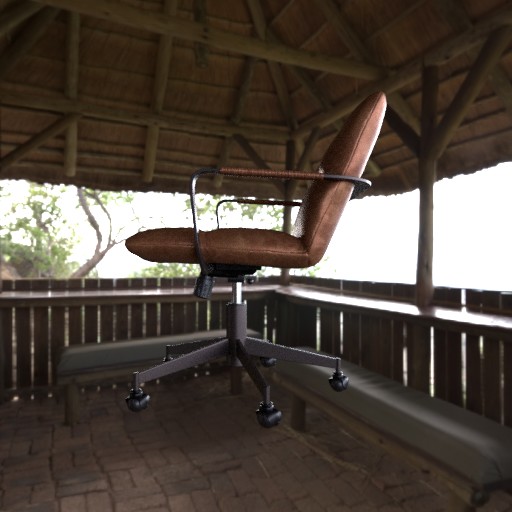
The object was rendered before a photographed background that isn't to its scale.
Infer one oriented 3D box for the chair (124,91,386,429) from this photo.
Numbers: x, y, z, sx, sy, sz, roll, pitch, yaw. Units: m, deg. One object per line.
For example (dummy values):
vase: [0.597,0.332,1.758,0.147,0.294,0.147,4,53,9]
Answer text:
chair: [0.000,0.000,1.505,0.754,0.922,0.727,0,0,2]
